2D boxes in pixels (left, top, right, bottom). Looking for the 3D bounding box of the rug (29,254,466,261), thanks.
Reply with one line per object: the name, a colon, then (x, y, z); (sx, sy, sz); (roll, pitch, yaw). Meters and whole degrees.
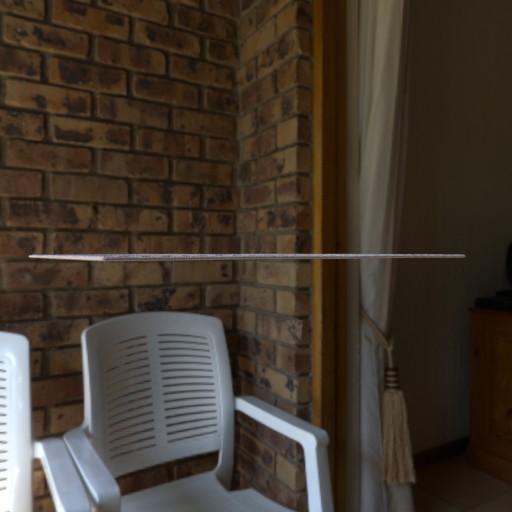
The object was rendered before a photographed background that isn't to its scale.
rug: (0.000, 0.000, 2.918); (2.464, 0.023, 1.521); (0, 0, -36)
